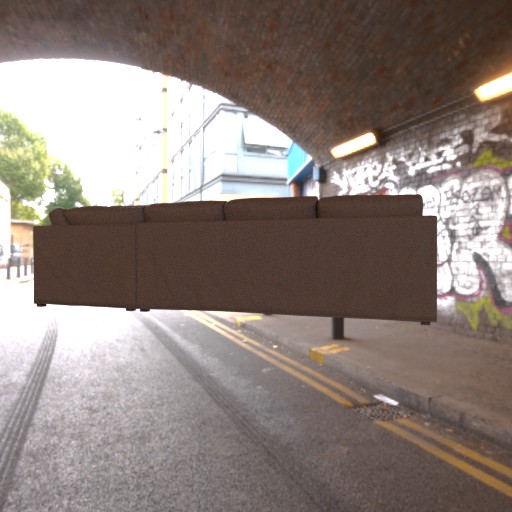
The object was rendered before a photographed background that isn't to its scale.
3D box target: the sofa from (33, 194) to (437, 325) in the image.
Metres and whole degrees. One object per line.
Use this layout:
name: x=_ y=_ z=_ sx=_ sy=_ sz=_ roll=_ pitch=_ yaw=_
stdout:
sofa: x=0.000 y=0.000 z=4.366 sx=3.182 sy=0.871 sz=2.432 roll=0 pitch=0 yaw=18
